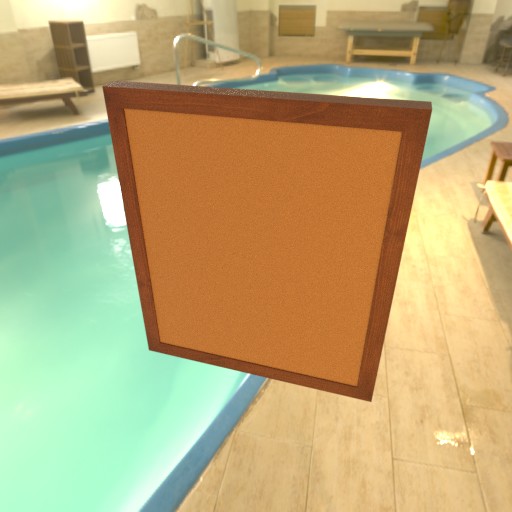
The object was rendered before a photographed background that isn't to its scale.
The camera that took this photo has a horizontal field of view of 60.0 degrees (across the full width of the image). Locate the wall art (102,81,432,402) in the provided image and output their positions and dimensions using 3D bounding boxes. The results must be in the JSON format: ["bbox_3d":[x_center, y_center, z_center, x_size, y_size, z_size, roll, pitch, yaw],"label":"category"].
[{"bbox_3d":[0.000,0.000,0.541,0.330,0.381,0.030,9,34,14],"label":"wall art"}]
